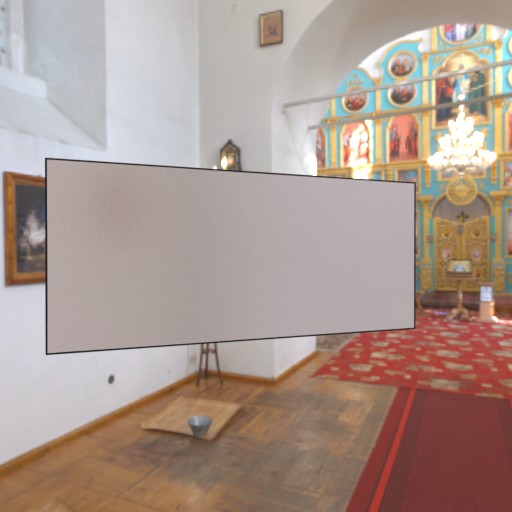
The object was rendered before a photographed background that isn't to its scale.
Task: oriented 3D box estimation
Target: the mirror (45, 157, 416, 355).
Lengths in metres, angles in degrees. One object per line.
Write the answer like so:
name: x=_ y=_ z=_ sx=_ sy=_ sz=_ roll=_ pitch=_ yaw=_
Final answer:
mirror: x=0.000 y=0.000 z=1.839 sx=1.584 sy=0.692 sz=0.047 roll=0 pitch=0 yaw=-20
